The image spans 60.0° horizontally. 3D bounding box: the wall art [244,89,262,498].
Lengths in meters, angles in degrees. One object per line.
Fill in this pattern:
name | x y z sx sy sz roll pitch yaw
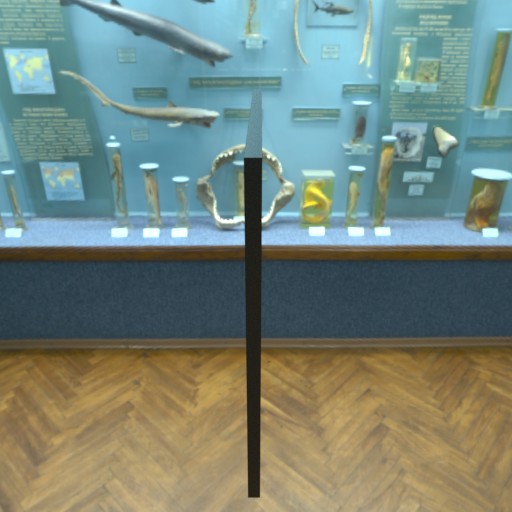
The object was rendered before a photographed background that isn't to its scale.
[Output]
wall art | 0.000 0.000 0.525 0.012 0.332 0.383 0 27 1
